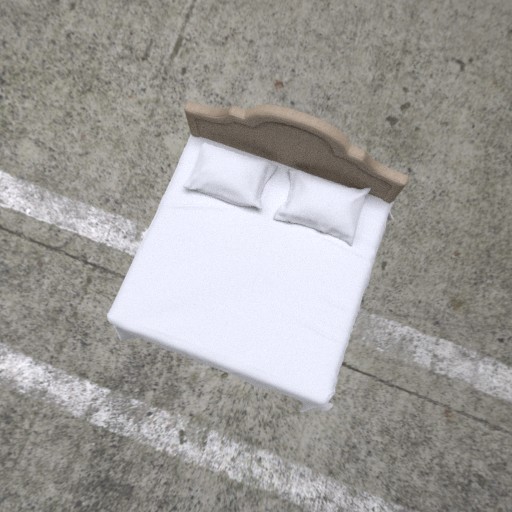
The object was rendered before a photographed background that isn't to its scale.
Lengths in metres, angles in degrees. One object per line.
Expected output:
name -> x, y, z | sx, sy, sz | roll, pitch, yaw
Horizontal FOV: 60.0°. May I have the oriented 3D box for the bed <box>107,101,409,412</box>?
bed -> 0.000, 0.000, 3.874 | 2.303, 1.631, 2.222 | 20, 76, 5
